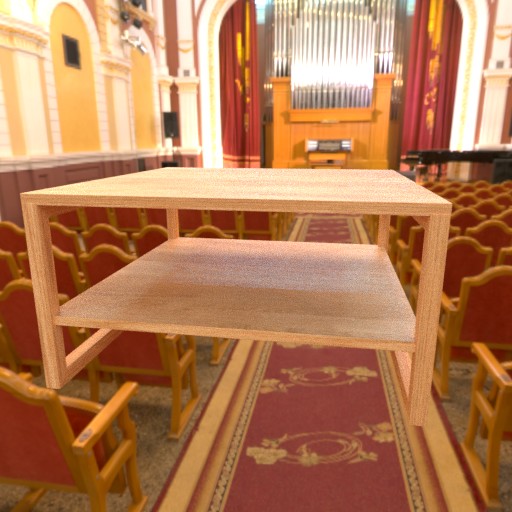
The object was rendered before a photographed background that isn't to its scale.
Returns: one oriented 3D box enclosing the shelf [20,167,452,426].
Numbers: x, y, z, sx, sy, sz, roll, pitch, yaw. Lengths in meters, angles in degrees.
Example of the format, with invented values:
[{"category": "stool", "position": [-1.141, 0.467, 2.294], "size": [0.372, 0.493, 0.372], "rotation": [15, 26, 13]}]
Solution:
[{"category": "shelf", "position": [0.000, 0.000, 1.389], "size": [0.899, 0.480, 0.899], "rotation": [3, 15, 9]}]
